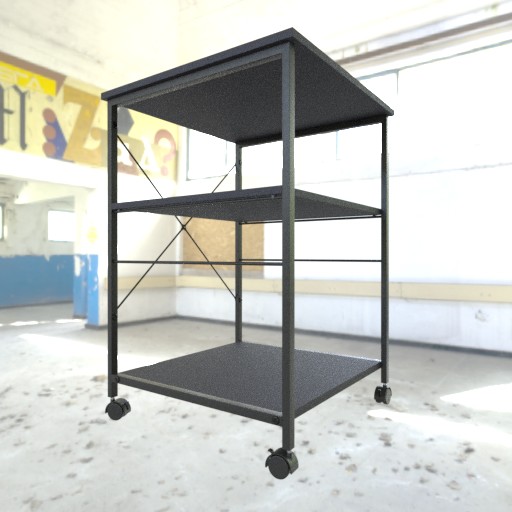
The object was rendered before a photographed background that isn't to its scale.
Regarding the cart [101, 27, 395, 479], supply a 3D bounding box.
[{"bbox_3d":[0.000,0.000,1.098,0.520,0.762,0.521,0,0,35],"label":"cart"}]
